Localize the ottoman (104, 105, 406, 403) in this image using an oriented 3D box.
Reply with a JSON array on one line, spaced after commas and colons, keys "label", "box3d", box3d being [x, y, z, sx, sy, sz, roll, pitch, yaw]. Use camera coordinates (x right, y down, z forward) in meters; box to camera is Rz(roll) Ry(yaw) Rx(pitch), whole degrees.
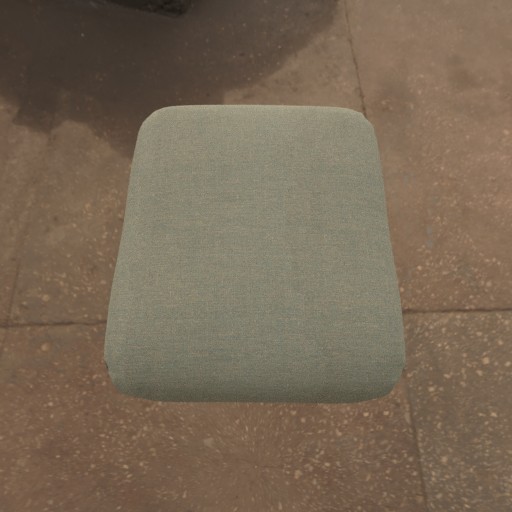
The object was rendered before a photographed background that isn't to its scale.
[{"label": "ottoman", "box3d": [0.000, 0.000, 1.152, 0.622, 0.450, 0.747, 1, 65, 0]}]
